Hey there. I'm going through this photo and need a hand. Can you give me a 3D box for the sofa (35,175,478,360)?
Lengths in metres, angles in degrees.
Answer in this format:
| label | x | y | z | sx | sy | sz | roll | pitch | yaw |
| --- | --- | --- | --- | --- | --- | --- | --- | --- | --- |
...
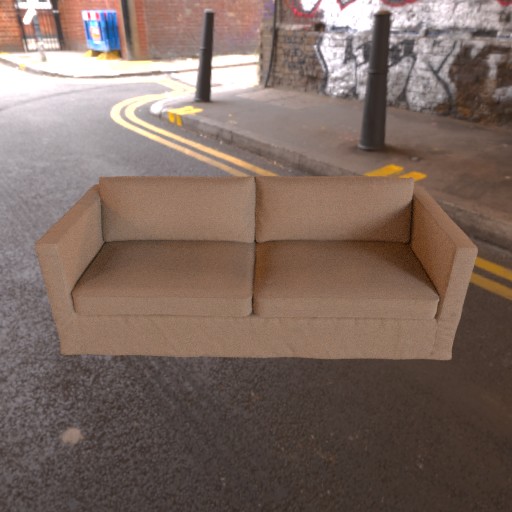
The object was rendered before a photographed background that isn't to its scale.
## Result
| label | x | y | z | sx | sy | sz | roll | pitch | yaw |
| --- | --- | --- | --- | --- | --- | --- | --- | --- | --- |
| sofa | 0.000 | 0.000 | 2.761 | 2.296 | 0.847 | 0.956 | 1 | 29 | 1 |
